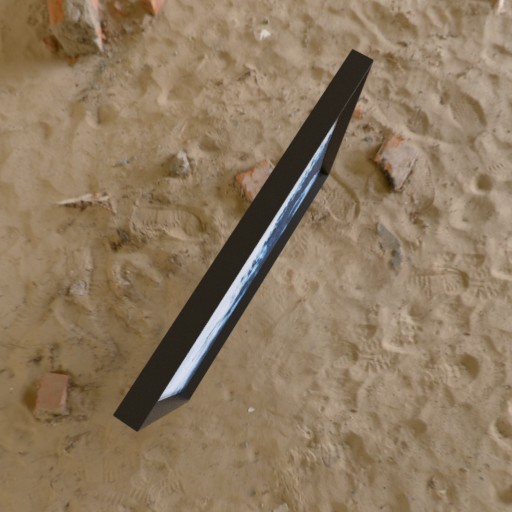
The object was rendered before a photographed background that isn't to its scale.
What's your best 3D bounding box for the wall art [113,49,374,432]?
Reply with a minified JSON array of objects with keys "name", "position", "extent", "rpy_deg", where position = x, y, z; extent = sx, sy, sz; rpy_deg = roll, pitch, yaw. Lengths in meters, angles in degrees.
[{"name":"wall art","position":[0.000,0.000,1.235],"extent":[0.058,0.640,0.939],"rpy_deg":[31,79,7]}]
